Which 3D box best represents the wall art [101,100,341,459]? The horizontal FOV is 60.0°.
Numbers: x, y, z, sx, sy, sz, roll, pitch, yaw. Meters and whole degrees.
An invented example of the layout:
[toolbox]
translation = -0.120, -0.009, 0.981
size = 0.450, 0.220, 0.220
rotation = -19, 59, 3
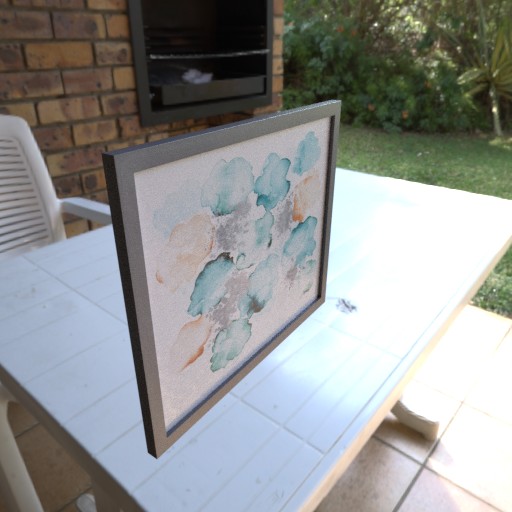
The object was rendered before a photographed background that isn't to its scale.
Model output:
[wall art]
translation = 0.000, 0.000, 0.934
size = 0.026, 0.558, 0.660
rotation = 18, 31, 31
